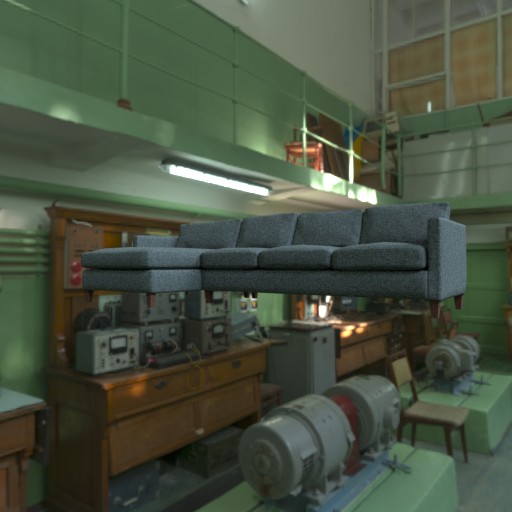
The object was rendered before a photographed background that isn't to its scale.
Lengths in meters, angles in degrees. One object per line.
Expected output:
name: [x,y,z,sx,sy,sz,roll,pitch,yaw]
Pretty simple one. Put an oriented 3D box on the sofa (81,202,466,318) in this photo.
sofa: [0.000,0.000,4.304,3.485,0.960,1.635,-1,-2,36]
